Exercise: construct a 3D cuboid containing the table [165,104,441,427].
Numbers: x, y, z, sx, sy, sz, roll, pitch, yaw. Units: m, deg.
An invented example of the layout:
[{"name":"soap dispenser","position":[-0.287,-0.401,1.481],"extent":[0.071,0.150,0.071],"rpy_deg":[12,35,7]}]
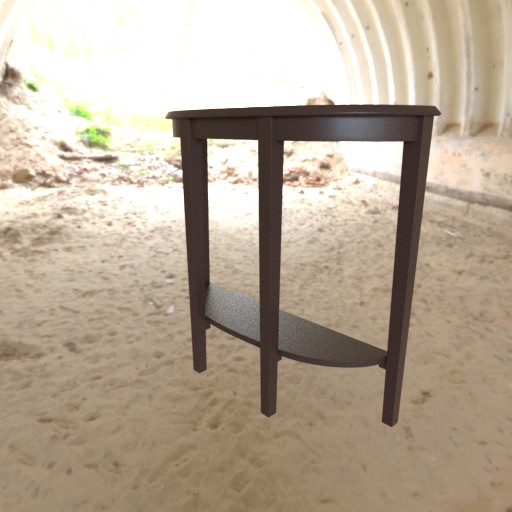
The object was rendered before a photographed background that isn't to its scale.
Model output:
[{"name":"table","position":[0.000,0.000,1.323],"extent":[0.274,0.831,0.909],"rpy_deg":[-15,22,-42]}]
